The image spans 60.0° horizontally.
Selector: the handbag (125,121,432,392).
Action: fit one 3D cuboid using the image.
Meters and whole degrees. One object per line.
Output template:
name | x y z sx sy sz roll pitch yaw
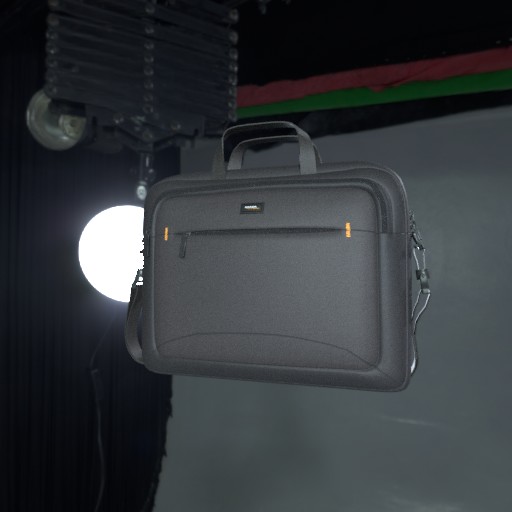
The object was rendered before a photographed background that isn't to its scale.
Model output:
handbag | 0.000 0.000 0.581 0.429 0.330 0.126 0 -1 18
